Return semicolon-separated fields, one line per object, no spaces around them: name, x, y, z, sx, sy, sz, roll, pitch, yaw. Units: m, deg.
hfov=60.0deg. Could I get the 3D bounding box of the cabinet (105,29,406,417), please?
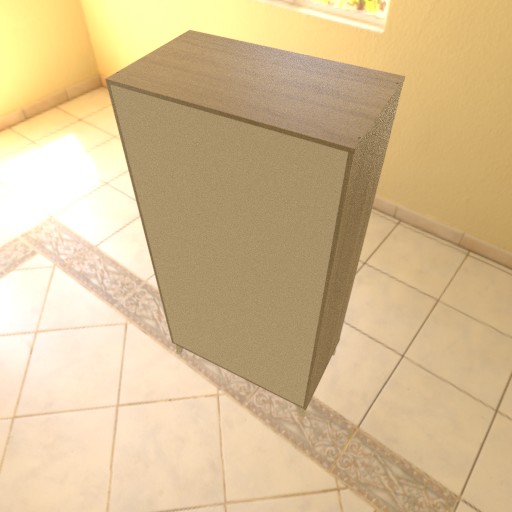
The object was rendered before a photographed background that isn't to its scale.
cabinet;0.000;0.000;2.432;1.006;1.999;0.571;22;50;19
